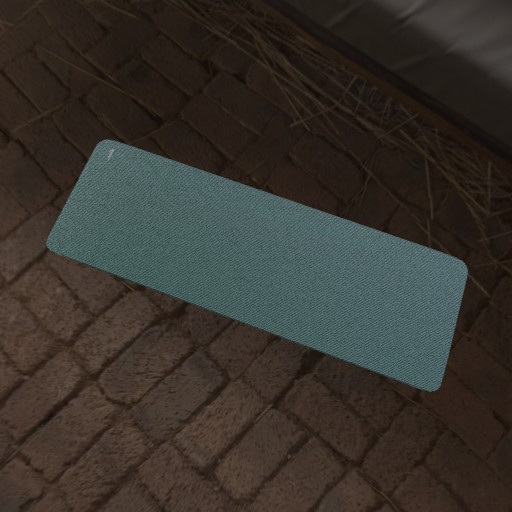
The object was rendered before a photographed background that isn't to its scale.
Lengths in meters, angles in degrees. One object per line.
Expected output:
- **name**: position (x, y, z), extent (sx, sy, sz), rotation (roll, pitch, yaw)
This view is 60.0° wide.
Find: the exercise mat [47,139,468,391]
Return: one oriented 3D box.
- **exercise mat**: position (0.000, 0.000, 2.033), extent (1.869, 0.021, 0.616), rotation (20, 76, 5)
